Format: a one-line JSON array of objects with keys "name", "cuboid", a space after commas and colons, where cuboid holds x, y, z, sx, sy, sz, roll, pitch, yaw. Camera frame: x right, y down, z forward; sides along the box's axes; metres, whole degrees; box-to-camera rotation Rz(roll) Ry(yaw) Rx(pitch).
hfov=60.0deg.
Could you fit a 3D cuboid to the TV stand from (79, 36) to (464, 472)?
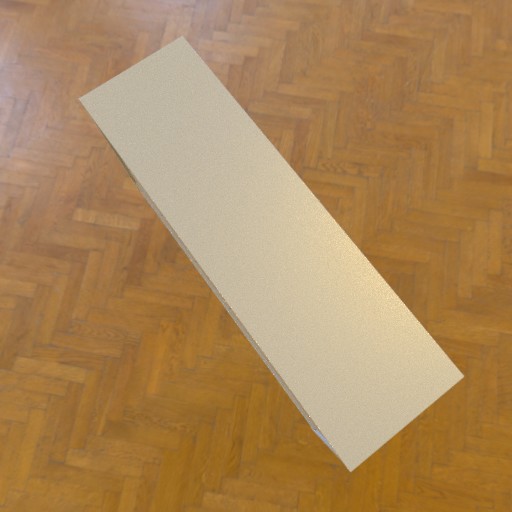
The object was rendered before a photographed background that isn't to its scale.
[{"name": "TV stand", "cuboid": [0.000, 0.000, 1.413, 0.344, 0.603, 1.167, -36, 78, -9]}]
